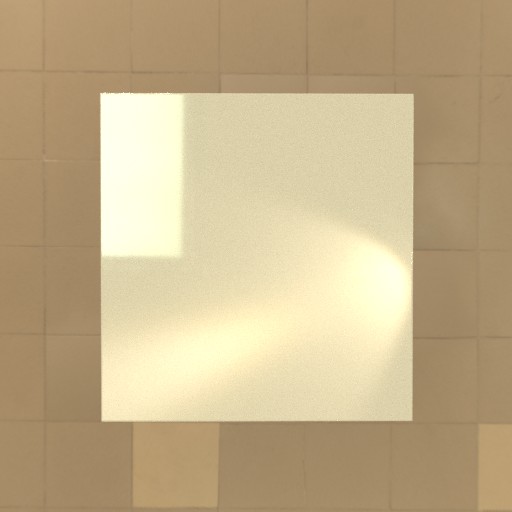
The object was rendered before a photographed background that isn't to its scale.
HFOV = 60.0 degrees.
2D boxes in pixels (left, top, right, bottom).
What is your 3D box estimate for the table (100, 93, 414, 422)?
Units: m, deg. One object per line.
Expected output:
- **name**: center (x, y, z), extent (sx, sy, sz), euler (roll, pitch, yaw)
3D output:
- **table**: center (0.000, 0.000, 0.802), extent (0.400, 0.470, 0.420), euler (0, 91, 0)
